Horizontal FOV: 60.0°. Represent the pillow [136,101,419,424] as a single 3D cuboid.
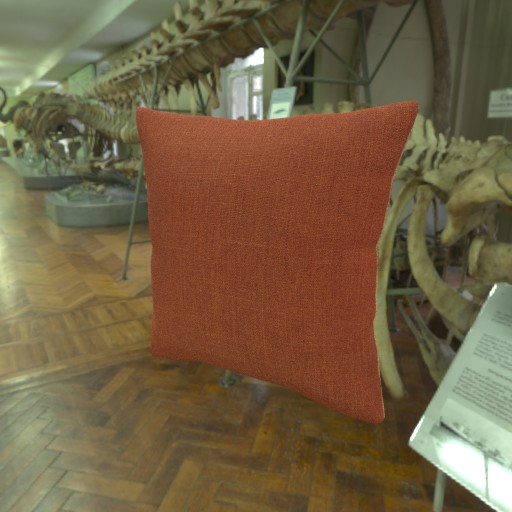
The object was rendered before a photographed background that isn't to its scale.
[{"bbox_3d":[0.000,0.000,0.665,0.429,0.434,0.159,8,18,27],"label":"pillow"}]
